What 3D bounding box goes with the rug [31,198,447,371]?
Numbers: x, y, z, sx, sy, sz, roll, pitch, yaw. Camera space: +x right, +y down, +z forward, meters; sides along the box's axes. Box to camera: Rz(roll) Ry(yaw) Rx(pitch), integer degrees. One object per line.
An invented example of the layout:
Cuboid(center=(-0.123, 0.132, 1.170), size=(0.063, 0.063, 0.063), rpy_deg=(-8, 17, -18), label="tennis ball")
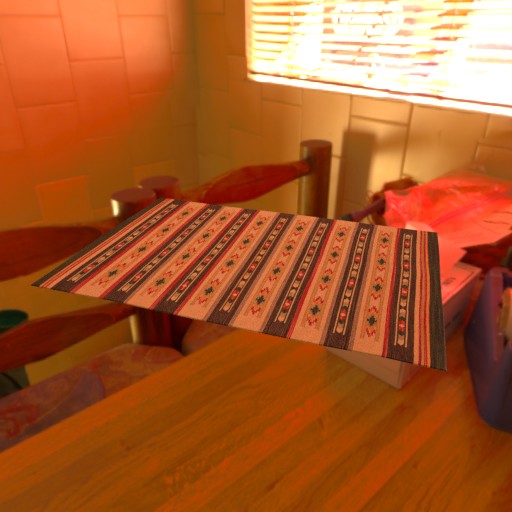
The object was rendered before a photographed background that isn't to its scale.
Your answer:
Cuboid(center=(0.000, 0.000, 2.323), size=(1.825, 0.009, 1.221), rpy_deg=(9, 29, 16), label="rug")
